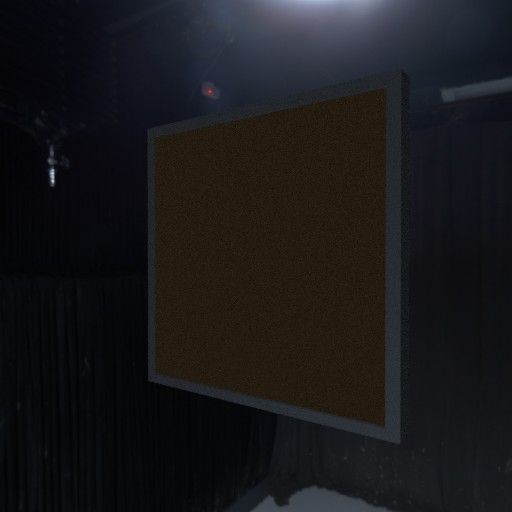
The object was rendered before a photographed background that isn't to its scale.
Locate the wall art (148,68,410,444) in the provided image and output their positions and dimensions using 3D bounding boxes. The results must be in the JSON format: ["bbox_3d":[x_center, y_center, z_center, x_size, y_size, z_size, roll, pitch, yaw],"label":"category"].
[{"bbox_3d":[0.000,0.000,0.759,0.506,0.506,0.038,0,1,35],"label":"wall art"}]
